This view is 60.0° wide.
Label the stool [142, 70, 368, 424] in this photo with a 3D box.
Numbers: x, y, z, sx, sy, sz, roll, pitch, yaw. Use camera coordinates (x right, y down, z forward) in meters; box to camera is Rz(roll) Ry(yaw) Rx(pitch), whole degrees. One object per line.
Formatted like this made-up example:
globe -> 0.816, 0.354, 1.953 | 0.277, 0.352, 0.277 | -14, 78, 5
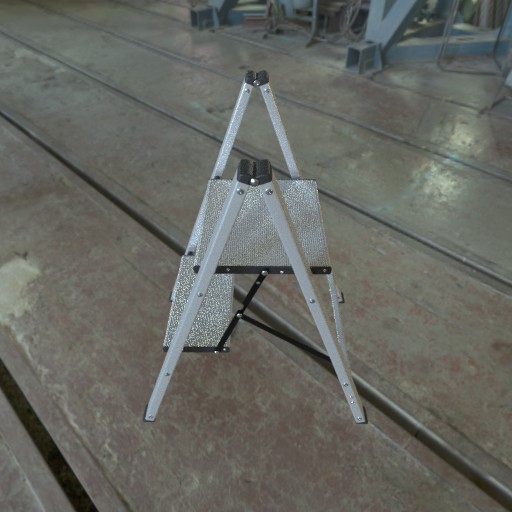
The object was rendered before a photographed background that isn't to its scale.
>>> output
stool -> 0.000, 0.000, 0.996 | 0.535, 0.670, 0.440 | 0, 41, 0
